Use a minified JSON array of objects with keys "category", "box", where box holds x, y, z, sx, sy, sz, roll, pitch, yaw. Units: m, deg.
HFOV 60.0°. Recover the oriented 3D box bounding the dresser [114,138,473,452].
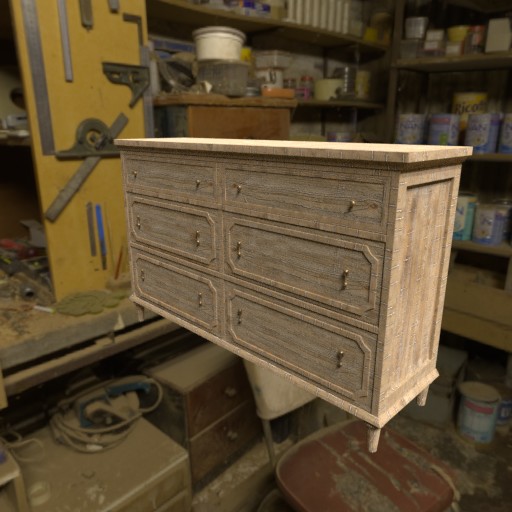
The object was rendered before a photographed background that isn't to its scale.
[{"category":"dresser","box":[0.000,0.000,2.044,1.626,1.016,0.457,16,23,43]}]
